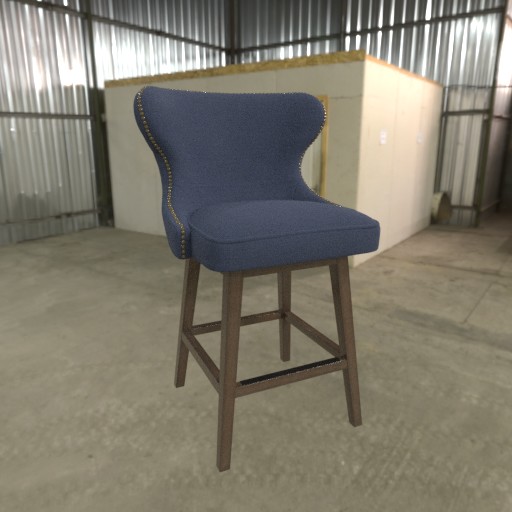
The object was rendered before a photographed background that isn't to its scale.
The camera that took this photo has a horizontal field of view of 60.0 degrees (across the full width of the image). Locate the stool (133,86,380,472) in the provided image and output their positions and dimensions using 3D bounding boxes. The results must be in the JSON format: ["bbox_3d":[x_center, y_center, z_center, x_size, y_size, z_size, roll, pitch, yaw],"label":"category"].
[{"bbox_3d":[0.000,0.000,1.331,0.615,0.972,0.597,-7,17,-24],"label":"stool"}]
